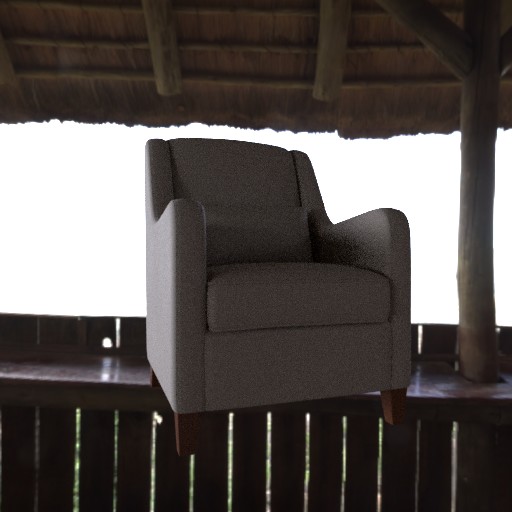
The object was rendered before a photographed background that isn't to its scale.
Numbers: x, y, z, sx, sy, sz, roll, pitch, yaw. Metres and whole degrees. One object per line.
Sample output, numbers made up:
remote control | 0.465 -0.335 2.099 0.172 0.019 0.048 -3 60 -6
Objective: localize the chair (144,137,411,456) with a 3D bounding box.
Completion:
chair | 0.000 0.000 1.589 0.715 1.010 0.863 0 0 -19
